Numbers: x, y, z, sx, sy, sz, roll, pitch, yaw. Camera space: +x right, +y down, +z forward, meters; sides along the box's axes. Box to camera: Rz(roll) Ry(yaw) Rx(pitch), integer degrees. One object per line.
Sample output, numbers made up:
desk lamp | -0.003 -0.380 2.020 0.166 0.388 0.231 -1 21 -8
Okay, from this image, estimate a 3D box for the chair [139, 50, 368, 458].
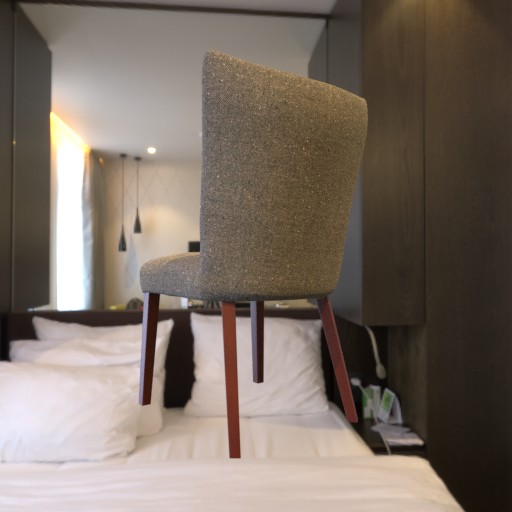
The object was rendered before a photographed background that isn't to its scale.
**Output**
chair | 0.000 0.000 1.290 0.535 0.924 0.623 1 -1 -36
